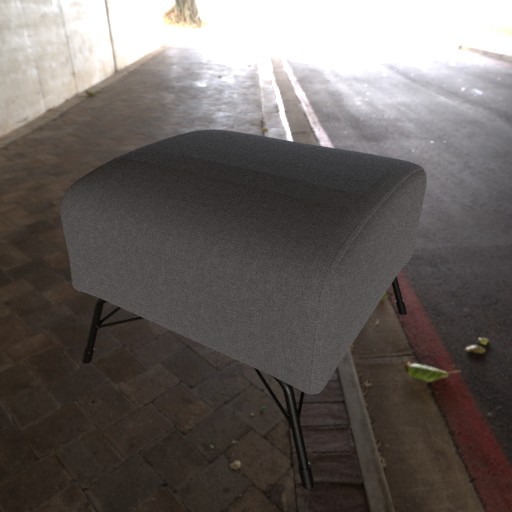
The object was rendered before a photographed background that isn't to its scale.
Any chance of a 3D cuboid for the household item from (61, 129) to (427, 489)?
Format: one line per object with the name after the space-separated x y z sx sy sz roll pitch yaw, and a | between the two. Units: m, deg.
0.000 0.000 0.891 0.530 0.410 0.530 17 34 27 | household item
